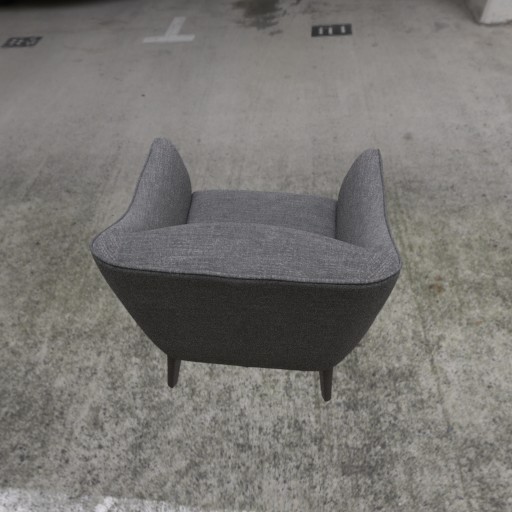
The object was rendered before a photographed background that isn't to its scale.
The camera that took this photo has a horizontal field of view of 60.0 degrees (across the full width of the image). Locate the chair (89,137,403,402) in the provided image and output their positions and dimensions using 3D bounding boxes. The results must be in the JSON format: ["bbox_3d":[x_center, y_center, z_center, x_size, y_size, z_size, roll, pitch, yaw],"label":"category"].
[{"bbox_3d":[0.000,0.000,1.541,0.870,0.829,0.851,4,48,4],"label":"chair"}]
